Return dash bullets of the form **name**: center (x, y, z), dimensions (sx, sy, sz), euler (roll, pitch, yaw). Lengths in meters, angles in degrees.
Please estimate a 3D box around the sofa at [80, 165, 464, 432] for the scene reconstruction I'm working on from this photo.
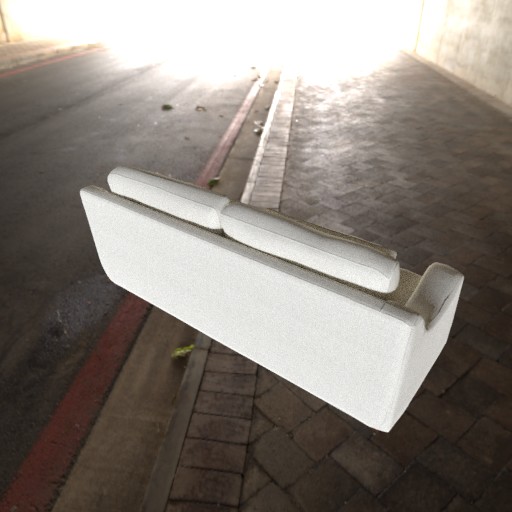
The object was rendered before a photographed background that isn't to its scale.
- **sofa**: center (0.000, 0.000, 3.026), dimensions (2.470, 1.022, 1.009), euler (22, 37, 32)
